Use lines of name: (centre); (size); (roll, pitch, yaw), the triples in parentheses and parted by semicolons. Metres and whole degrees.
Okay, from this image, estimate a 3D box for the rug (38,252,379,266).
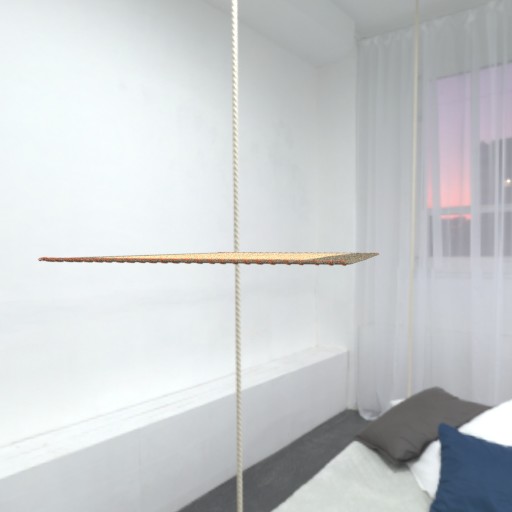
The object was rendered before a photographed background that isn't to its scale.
rug: (0.000, 0.000, 2.404); (1.220, 0.019, 1.838); (0, 1, 18)
